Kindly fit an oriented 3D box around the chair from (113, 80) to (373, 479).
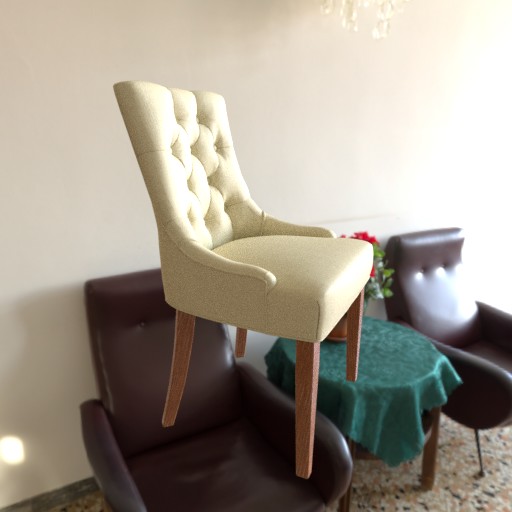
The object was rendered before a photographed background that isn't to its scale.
[{"bbox_3d":[0.000,0.000,1.193,0.565,0.874,0.509,7,17,25],"label":"chair"}]
